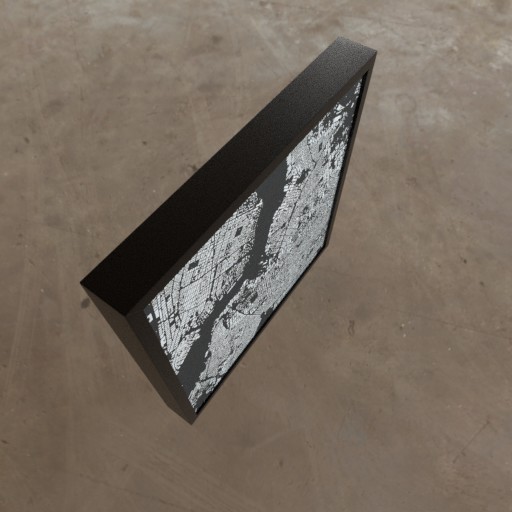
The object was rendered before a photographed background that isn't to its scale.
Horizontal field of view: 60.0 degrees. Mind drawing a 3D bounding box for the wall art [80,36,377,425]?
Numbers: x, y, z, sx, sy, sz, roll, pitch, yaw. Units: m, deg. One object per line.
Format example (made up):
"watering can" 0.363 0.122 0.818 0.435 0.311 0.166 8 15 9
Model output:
"wall art" 0.000 0.000 0.442 0.037 0.299 0.299 32 63 18
